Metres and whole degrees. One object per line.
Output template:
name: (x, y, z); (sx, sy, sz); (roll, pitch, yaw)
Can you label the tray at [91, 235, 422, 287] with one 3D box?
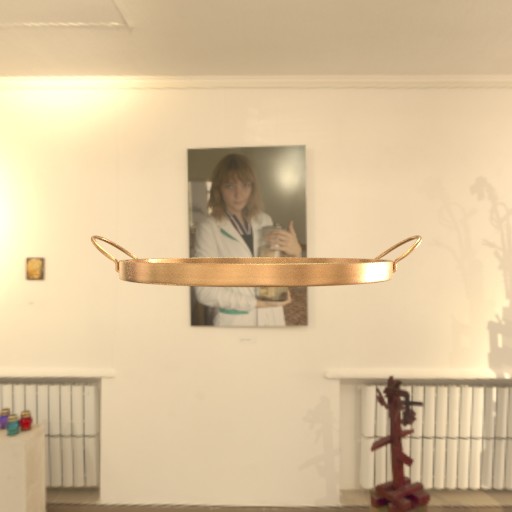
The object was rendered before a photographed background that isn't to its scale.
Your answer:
tray: (0.000, 0.000, 0.741); (0.543, 0.069, 0.438); (0, 1, 0)
